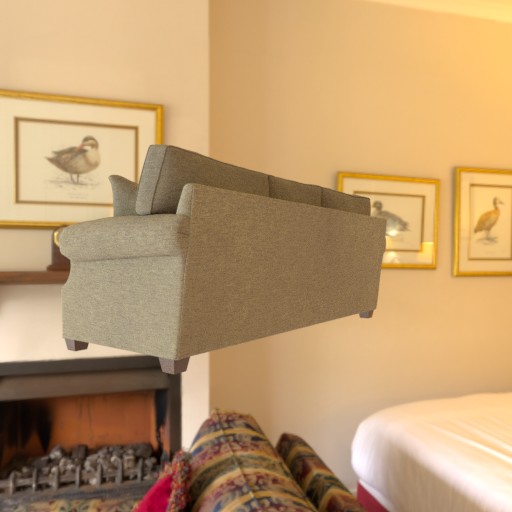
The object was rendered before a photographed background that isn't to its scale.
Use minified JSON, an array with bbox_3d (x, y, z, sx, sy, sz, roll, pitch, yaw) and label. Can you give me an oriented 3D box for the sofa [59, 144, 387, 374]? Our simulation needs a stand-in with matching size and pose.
[{"bbox_3d":[0.000,0.000,2.882,0.965,0.975,2.312,0,0,37],"label":"sofa"}]
